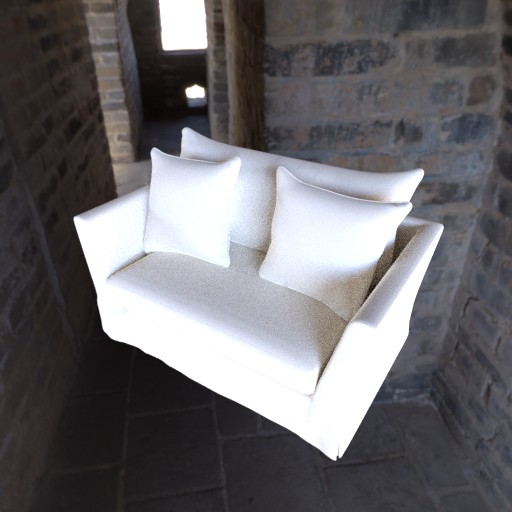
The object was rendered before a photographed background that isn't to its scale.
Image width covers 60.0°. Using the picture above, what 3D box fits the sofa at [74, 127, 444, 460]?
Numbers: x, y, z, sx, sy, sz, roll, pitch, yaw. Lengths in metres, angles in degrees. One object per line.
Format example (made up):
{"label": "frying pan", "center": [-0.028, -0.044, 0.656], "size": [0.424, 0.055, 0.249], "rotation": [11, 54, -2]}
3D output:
{"label": "sofa", "center": [0.000, 0.000, 2.335], "size": [1.608, 1.039, 1.026], "rotation": [19, 36, 28]}
